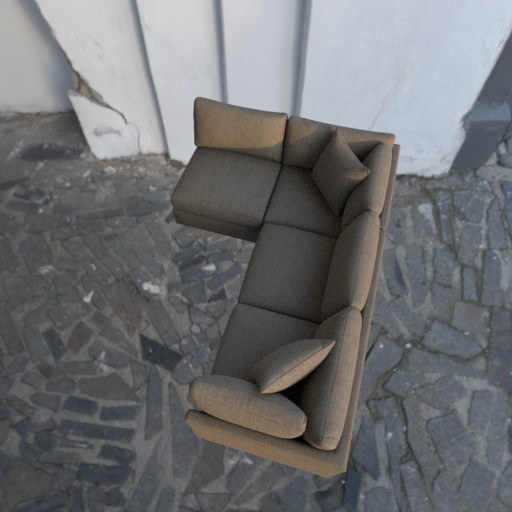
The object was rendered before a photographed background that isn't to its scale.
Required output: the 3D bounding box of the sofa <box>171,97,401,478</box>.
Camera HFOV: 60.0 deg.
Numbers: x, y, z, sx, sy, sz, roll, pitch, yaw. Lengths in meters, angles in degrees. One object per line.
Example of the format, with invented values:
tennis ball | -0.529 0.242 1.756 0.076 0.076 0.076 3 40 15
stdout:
sofa | 0.000 0.000 3.737 1.994 0.978 2.896 14 59 9
